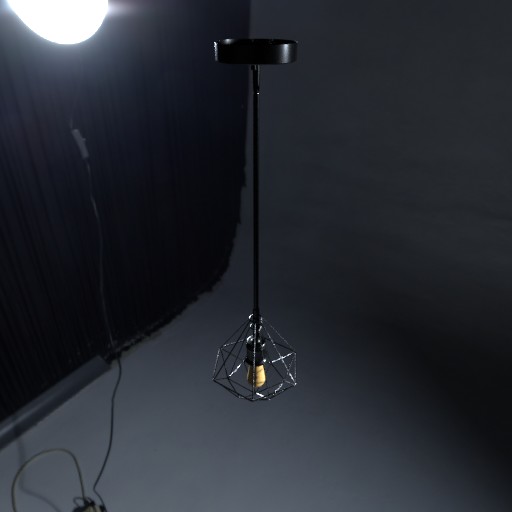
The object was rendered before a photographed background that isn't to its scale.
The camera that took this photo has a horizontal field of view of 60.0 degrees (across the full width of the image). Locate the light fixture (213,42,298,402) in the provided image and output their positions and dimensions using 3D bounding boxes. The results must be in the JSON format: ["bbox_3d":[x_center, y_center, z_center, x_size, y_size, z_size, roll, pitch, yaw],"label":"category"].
[{"bbox_3d":[0.000,0.000,2.021,0.487,1.764,0.431,19,35,29],"label":"light fixture"}]
